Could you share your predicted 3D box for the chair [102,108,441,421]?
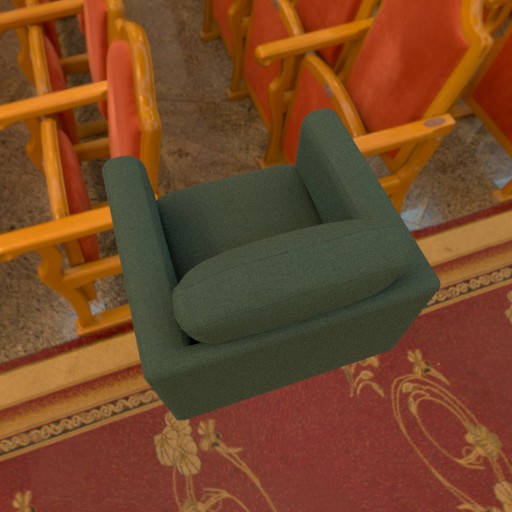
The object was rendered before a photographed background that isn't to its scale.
[{"bbox_3d":[0.000,0.000,1.554,0.855,0.927,0.800,-16,61,-9],"label":"chair"}]
